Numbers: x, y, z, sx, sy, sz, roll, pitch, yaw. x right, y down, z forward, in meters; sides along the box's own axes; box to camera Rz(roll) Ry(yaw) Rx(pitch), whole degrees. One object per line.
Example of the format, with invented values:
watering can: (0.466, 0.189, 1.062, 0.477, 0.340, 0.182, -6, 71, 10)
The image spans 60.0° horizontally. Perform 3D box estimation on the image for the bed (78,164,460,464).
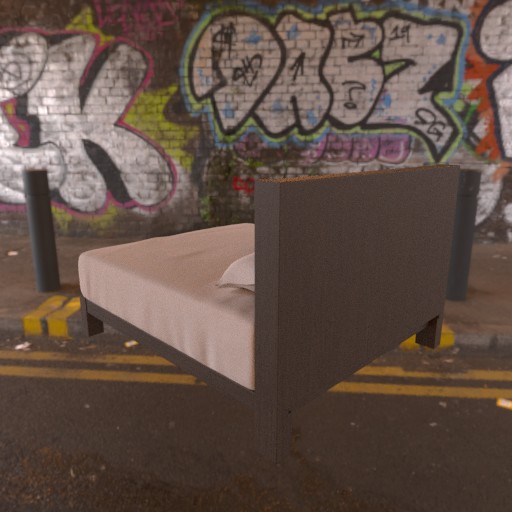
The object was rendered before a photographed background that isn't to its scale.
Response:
bed: (0.000, 0.000, 3.106, 1.735, 1.261, 1.992, -14, 20, -43)
